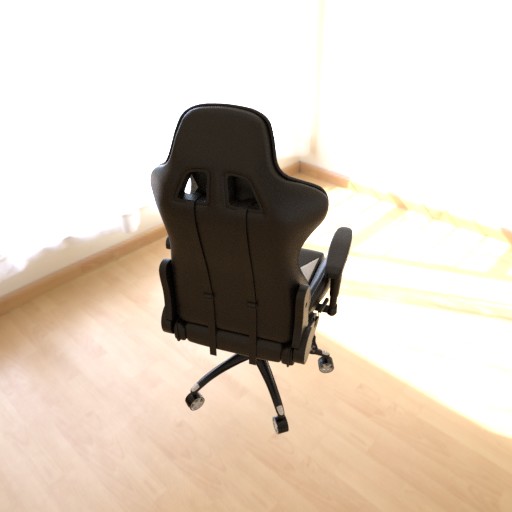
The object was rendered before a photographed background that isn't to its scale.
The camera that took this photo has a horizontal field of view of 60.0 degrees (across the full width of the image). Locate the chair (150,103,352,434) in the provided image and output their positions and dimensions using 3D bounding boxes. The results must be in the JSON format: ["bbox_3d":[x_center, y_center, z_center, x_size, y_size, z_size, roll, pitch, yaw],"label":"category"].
[{"bbox_3d":[0.000,0.000,1.710,0.730,1.285,0.695,10,35,14],"label":"chair"}]
